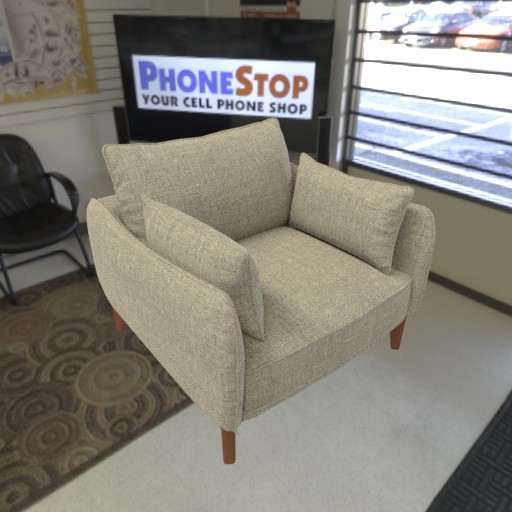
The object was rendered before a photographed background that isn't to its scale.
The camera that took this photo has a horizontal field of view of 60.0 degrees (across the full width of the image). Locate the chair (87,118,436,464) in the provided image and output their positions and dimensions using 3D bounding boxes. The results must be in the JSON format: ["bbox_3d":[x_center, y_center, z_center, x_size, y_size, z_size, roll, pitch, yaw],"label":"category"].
[{"bbox_3d":[0.000,0.000,1.719,0.993,0.839,0.976,-22,36,-33],"label":"chair"}]
